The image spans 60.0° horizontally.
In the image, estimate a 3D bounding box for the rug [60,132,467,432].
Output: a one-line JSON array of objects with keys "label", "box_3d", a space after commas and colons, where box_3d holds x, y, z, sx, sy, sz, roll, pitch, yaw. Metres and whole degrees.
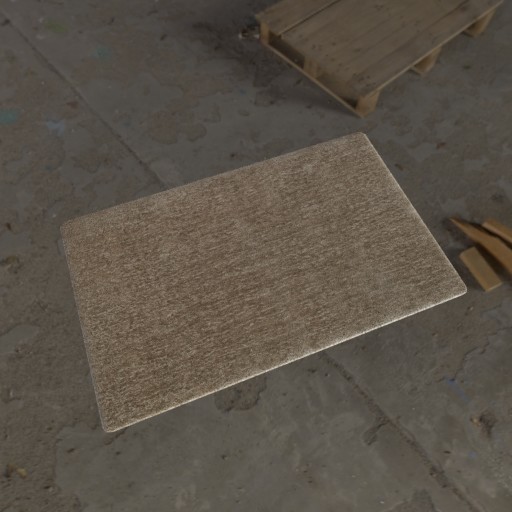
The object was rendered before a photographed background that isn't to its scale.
[{"label": "rug", "box_3d": [0.000, 0.000, 3.091, 2.469, 0.024, 1.539, -19, 64, -10]}]
